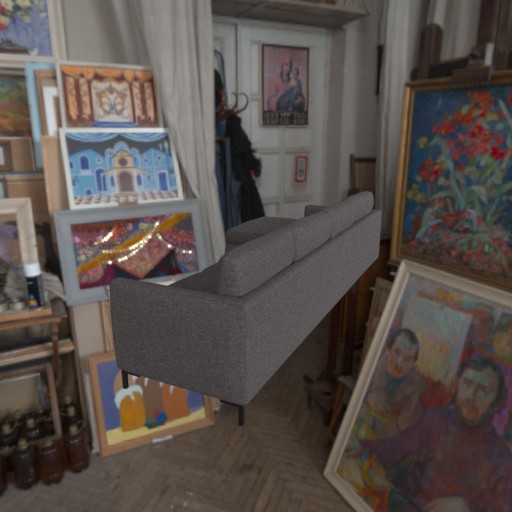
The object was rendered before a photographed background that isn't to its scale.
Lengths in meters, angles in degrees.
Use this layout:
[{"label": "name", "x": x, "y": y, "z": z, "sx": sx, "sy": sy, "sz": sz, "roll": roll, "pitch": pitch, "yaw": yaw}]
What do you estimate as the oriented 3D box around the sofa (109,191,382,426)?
[{"label": "sofa", "x": 0.000, "y": 0.000, "z": 3.225, "sx": 1.258, "sy": 0.754, "sz": 2.731, "roll": 7, "pitch": 17, "yaw": 25}]
